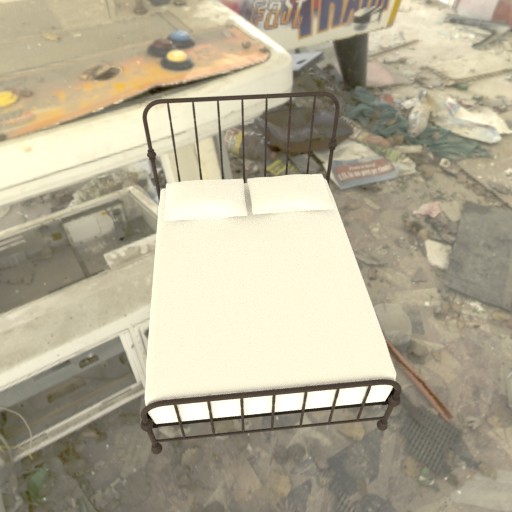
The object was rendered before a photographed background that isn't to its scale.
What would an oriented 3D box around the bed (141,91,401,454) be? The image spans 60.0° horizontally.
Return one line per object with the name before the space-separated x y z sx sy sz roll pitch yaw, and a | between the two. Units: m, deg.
bed | 0.000 0.000 3.215 1.616 1.446 2.134 -4 46 -4
